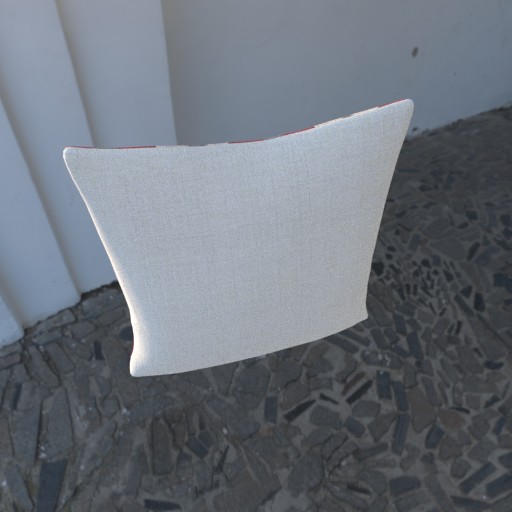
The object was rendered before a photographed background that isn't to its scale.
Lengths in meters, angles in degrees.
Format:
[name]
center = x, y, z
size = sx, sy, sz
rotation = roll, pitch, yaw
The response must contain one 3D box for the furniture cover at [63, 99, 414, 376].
[furniture cover]
center = 0.000, 0.000, 0.651
size = 0.435, 0.420, 0.145
rotation = -11, 42, -13
